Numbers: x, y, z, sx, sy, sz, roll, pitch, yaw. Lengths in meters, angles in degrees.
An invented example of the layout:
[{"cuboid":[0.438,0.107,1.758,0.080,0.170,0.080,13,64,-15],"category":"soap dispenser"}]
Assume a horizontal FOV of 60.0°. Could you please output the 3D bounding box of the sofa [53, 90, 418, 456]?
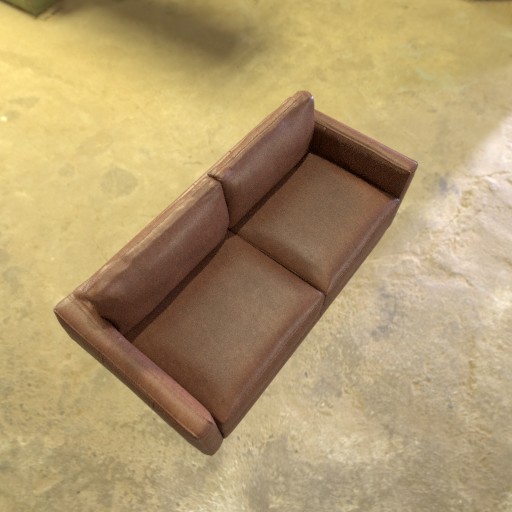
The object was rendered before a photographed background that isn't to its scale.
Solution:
[{"cuboid":[0.000,0.000,2.331,0.899,0.883,1.797,34,65,18],"category":"sofa"}]
